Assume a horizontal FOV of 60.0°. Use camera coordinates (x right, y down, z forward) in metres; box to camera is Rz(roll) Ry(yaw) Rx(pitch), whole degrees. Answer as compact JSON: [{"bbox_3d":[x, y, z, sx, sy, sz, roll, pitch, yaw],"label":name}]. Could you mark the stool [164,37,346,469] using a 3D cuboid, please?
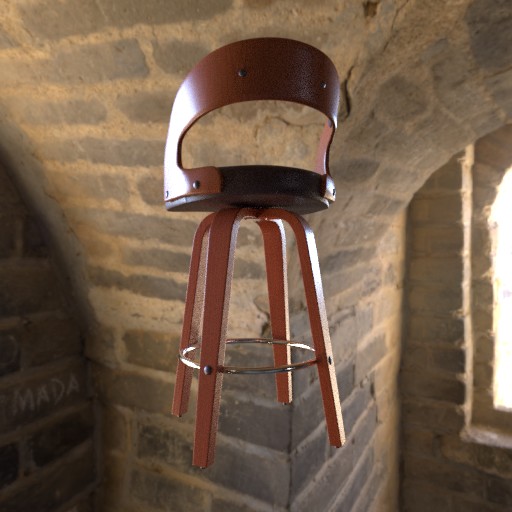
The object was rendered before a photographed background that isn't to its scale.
[{"bbox_3d":[0.000,0.000,1.169,0.457,0.940,0.457,0,0,-19],"label":"stool"}]
